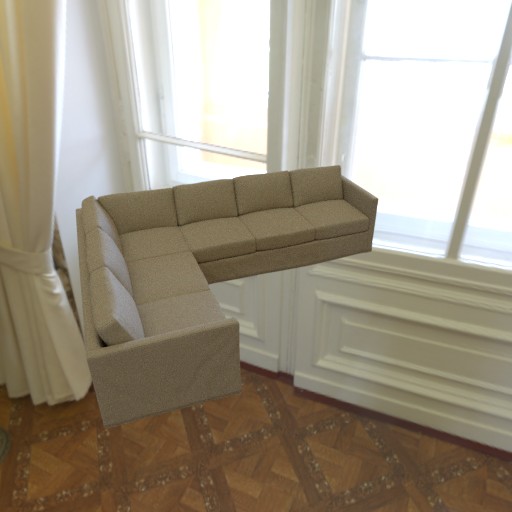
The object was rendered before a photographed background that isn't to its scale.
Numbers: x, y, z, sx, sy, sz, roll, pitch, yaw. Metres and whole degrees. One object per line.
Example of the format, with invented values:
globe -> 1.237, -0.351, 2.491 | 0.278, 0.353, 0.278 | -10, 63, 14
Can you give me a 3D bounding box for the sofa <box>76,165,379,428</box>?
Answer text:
sofa -> 0.000, 0.000, 4.328 | 3.182, 0.871, 2.432 | -11, 32, -18
